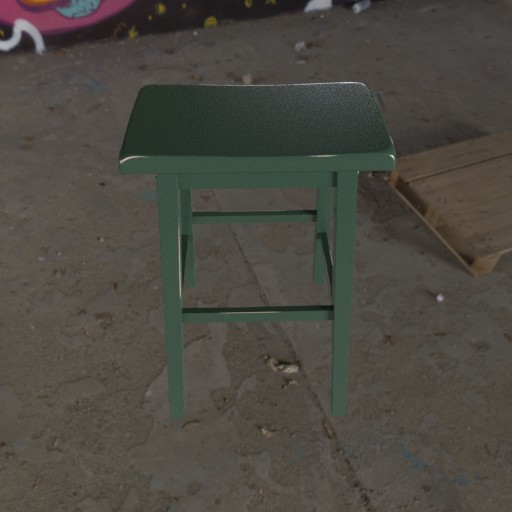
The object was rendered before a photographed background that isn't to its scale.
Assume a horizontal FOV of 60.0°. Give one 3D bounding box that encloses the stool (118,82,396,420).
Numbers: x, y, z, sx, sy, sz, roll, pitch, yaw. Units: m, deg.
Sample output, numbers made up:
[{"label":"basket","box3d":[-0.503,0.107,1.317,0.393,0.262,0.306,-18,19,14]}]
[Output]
[{"label":"stool","box3d":[0.000,0.000,1.050,0.457,0.737,0.476,-1,47,-1]}]
